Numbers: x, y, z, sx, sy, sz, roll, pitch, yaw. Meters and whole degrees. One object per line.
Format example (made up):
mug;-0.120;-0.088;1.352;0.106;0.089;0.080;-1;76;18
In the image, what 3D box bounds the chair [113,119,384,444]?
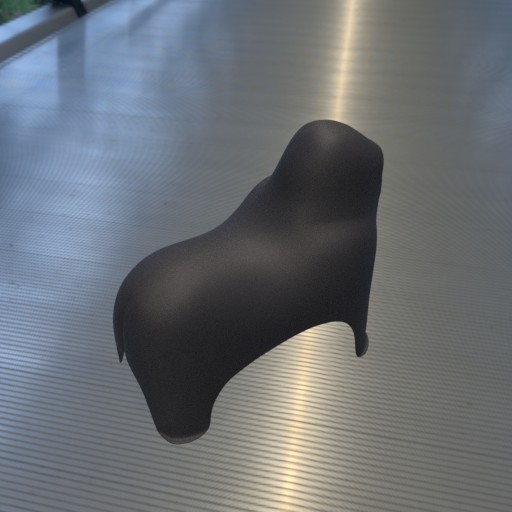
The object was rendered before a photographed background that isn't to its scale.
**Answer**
chair;0.000;0.000;1.127;0.758;0.600;0.490;-24;47;-25
